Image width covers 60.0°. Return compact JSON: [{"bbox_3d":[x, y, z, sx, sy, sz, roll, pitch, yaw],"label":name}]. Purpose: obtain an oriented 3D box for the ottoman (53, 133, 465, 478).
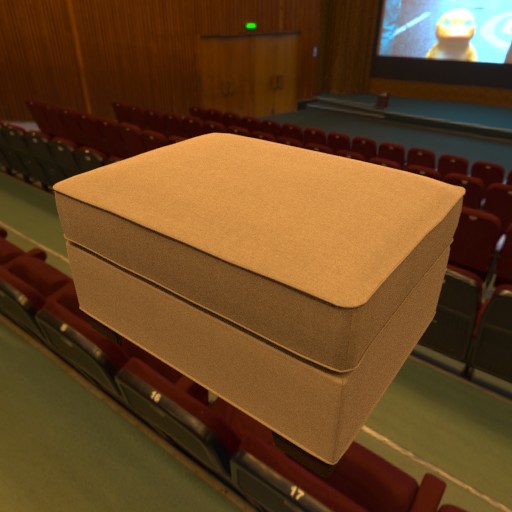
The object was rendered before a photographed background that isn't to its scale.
[{"bbox_3d":[0.000,0.000,1.187,0.846,0.503,0.617,21,37,31],"label":"ottoman"}]
